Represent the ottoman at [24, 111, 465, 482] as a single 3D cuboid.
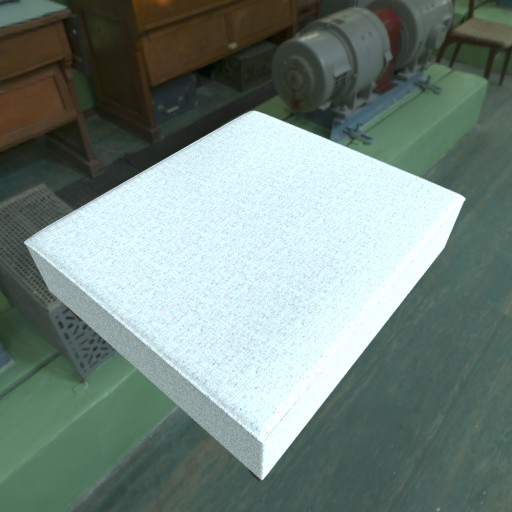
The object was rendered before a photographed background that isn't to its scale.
[{"bbox_3d":[0.000,0.000,1.193,0.736,0.303,0.835,31,53,27],"label":"ottoman"}]
